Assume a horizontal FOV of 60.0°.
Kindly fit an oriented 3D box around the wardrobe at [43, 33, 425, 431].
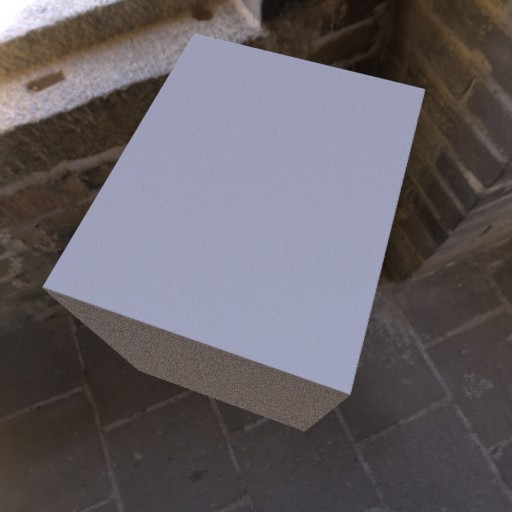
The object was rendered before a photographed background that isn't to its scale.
[{"bbox_3d":[0.000,0.000,0.868,0.400,0.520,0.500,17,65,8],"label":"wardrobe"}]
